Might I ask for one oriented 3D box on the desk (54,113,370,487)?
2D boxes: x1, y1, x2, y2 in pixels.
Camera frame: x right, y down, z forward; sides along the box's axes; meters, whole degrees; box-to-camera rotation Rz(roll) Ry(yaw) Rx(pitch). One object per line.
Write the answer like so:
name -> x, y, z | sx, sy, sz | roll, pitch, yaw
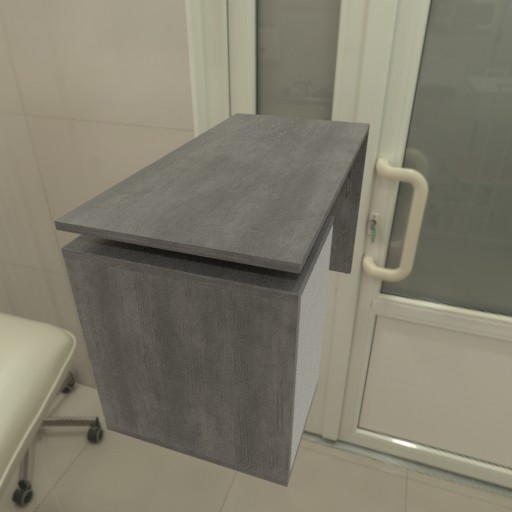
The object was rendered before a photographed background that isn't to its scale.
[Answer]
desk -> 0.000, 0.000, 1.642 | 0.600, 0.740, 1.200 | 10, 32, 16
